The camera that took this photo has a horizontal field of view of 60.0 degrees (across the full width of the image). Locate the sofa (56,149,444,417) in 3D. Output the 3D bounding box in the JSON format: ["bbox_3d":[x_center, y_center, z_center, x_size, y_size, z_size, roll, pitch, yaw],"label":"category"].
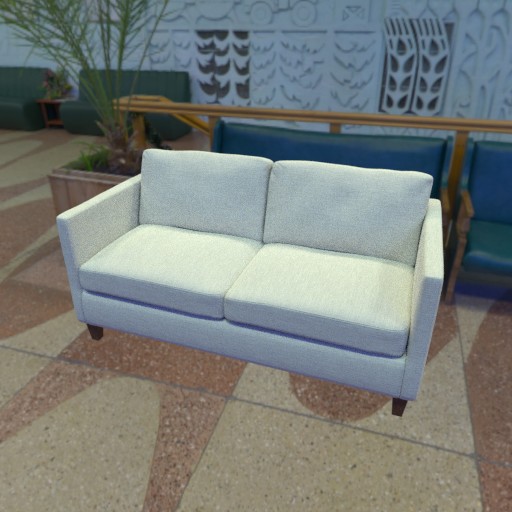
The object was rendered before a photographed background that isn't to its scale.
[{"bbox_3d":[0.000,0.000,2.441,1.838,0.963,0.950,9,29,17],"label":"sofa"}]
